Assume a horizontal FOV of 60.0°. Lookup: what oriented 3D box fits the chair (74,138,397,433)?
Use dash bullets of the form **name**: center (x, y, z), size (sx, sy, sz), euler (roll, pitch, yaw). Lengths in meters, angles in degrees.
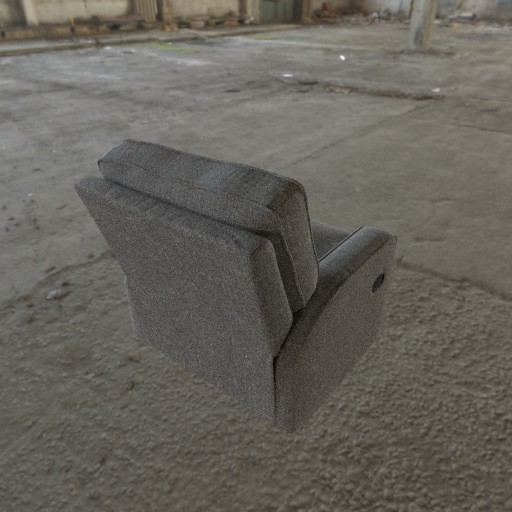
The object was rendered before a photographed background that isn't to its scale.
- **chair**: center (0.000, 0.000, 1.726), size (0.861, 0.962, 0.964), euler (22, 37, 32)
